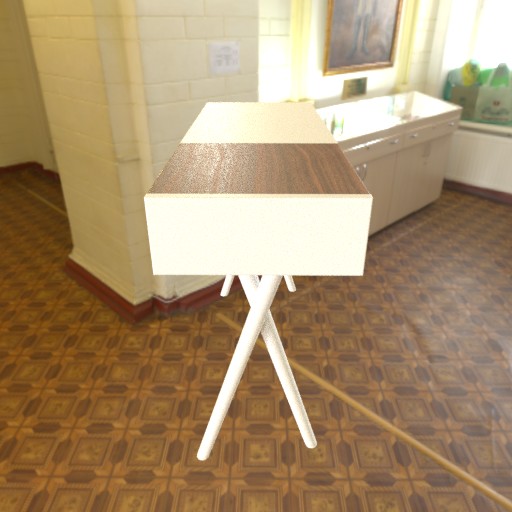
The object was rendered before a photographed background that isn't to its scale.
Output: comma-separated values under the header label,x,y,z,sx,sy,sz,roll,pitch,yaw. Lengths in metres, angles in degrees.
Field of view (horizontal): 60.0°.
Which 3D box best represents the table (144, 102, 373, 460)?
label,x,y,z,sx,sy,sz,roll,pitch,yaw
table,0.000,0.000,1.422,0.418,0.785,1.066,0,28,0
